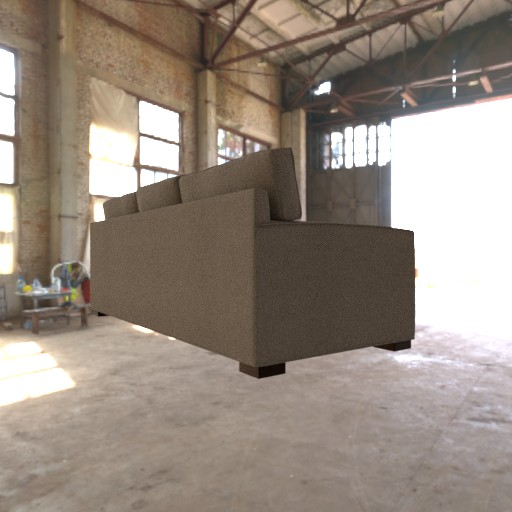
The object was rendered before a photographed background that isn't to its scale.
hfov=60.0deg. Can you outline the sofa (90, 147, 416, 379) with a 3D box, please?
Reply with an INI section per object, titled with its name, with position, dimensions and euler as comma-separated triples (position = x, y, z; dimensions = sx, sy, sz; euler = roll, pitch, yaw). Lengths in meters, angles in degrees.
[sofa]
position = 0.000, 0.000, 2.819
dimensions = 1.496, 0.861, 2.087
euler = 0, 0, -36
